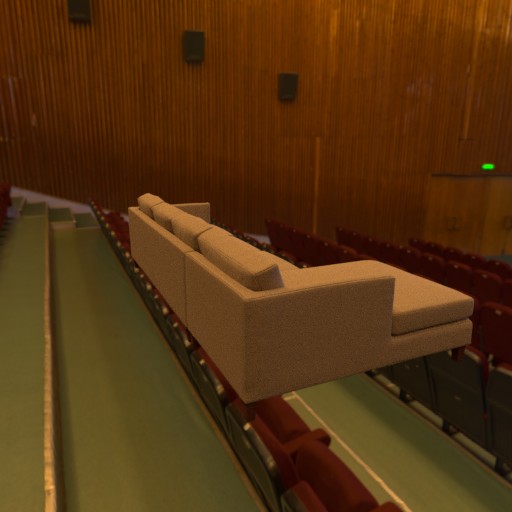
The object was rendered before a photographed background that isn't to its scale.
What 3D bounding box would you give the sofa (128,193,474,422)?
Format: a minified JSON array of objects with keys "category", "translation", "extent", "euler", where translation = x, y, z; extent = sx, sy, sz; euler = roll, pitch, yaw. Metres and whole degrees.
[{"category":"sofa","translation":[0.000,0.000,3.862],"extent":[1.625,0.846,3.186],"euler":[-7,16,-24]}]
